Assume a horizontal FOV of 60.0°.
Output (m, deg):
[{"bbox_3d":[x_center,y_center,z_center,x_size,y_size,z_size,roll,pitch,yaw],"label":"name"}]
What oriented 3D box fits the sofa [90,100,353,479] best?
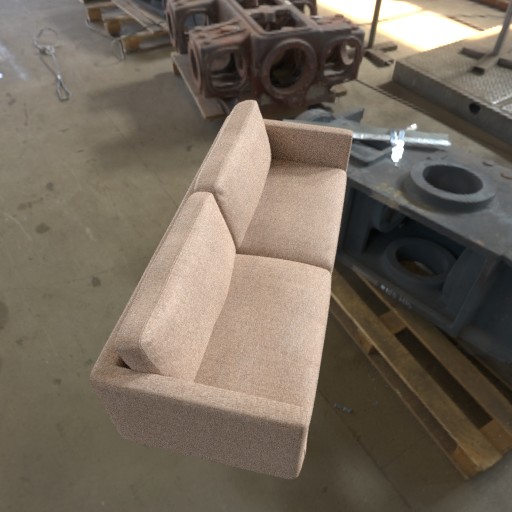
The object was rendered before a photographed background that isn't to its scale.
[{"bbox_3d":[0.000,0.000,2.676,0.951,0.965,2.208,10,48,9],"label":"sofa"}]
